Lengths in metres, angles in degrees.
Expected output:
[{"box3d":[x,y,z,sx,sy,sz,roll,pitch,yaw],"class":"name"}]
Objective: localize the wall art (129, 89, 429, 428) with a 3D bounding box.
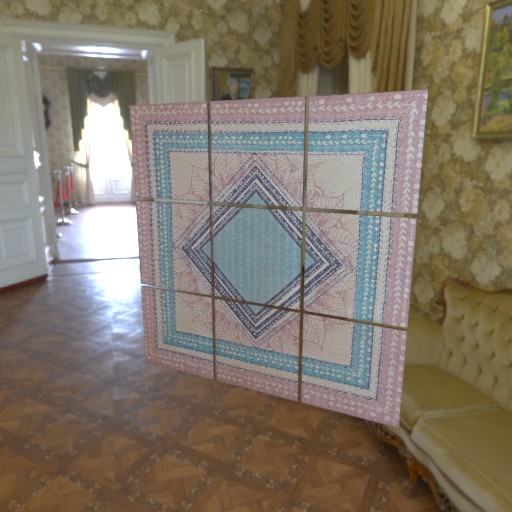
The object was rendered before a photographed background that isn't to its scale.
[{"box3d":[0.000,0.000,2.270,1.527,1.525,0.014,7,15,25],"class":"wall art"}]
